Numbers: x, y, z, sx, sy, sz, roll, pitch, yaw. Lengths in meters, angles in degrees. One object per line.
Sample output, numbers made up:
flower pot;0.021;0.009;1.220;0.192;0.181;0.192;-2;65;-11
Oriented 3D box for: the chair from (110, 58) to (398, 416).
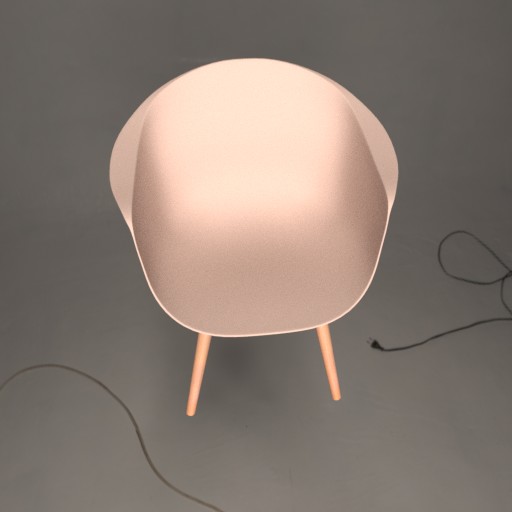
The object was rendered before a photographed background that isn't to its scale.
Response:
chair;0.000;0.000;1.122;0.593;0.781;0.504;-5;48;-4
